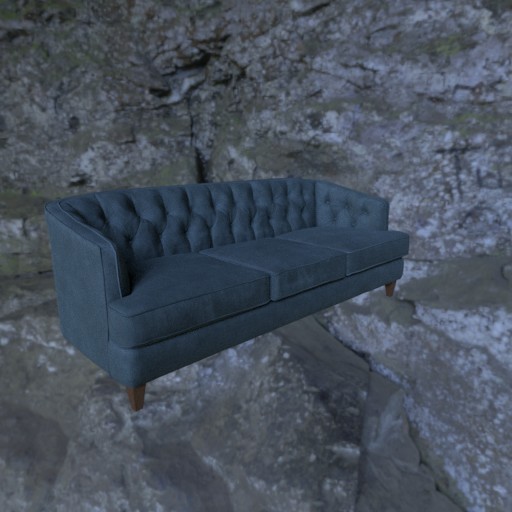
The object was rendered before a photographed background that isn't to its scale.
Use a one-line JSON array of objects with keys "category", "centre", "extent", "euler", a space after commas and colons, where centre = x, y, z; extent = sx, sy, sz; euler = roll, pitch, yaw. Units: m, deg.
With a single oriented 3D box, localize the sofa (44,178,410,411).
[{"category": "sofa", "centre": [0.000, 0.000, 2.750], "extent": [2.278, 0.855, 0.941], "euler": [-13, 19, -43]}]
